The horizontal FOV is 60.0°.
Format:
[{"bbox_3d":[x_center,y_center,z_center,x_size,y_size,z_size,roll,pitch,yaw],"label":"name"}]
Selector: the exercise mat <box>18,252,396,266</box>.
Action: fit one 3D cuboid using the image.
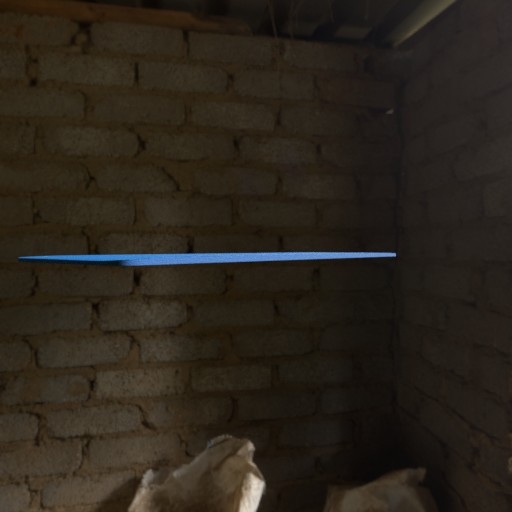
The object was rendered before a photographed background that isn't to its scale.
[{"bbox_3d":[0.000,0.000,2.023,0.616,0.021,1.869,1,1,39],"label":"exercise mat"}]
